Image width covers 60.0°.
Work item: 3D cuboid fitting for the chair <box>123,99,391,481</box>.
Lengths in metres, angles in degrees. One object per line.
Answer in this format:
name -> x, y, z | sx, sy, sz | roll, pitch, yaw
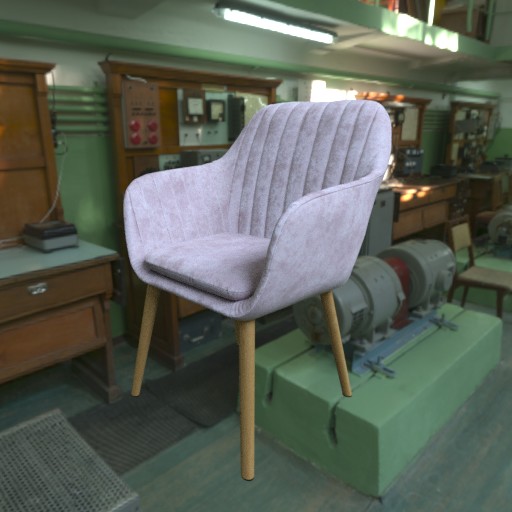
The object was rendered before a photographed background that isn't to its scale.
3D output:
chair -> 0.000, 0.000, 1.226 | 0.610, 0.832, 0.570 | 15, 22, 41
